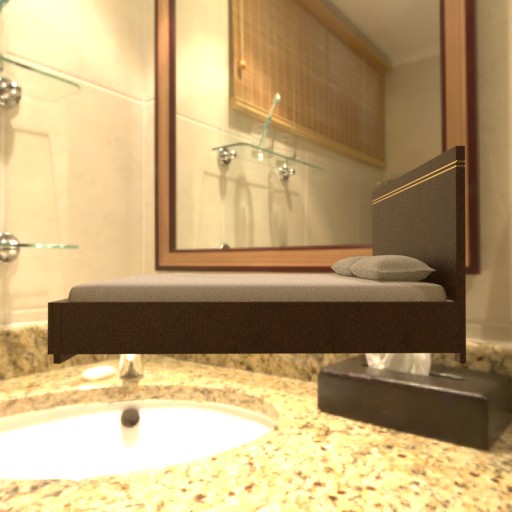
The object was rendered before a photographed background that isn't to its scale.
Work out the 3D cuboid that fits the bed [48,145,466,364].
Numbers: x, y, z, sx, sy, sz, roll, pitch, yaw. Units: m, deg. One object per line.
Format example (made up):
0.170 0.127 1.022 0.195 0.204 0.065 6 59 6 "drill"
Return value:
0.000 0.000 3.163 2.221 1.169 1.613 0 -1 -1 "bed"
